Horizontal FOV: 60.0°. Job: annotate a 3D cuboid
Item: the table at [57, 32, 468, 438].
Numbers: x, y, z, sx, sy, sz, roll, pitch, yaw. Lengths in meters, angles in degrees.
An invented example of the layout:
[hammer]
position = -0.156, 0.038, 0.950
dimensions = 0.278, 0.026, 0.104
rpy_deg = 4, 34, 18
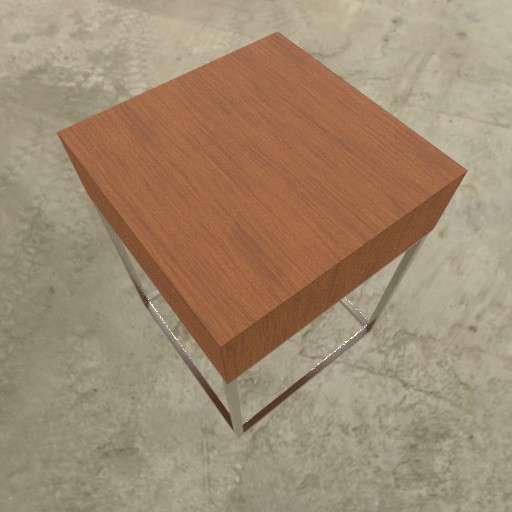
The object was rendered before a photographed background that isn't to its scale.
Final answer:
[table]
position = 0.000, 0.000, 0.830
dimensions = 0.398, 0.540, 0.397
rpy_deg = -33, 64, -19
